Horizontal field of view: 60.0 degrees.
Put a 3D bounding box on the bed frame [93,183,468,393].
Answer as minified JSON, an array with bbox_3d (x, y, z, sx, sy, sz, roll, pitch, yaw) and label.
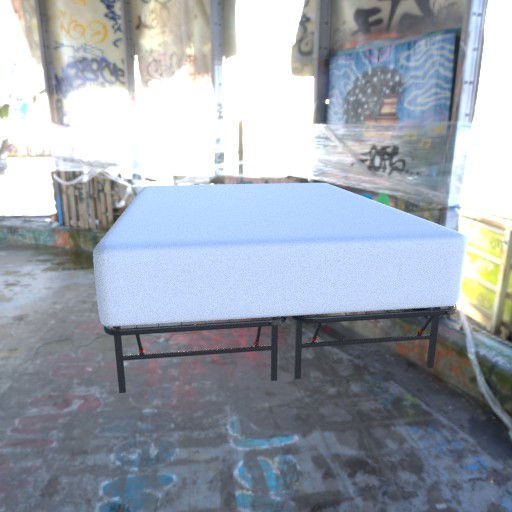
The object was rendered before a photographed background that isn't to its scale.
[{"bbox_3d":[0.000,0.000,2.764,1.528,0.677,2.037,-2,16,-8],"label":"bed frame"}]
